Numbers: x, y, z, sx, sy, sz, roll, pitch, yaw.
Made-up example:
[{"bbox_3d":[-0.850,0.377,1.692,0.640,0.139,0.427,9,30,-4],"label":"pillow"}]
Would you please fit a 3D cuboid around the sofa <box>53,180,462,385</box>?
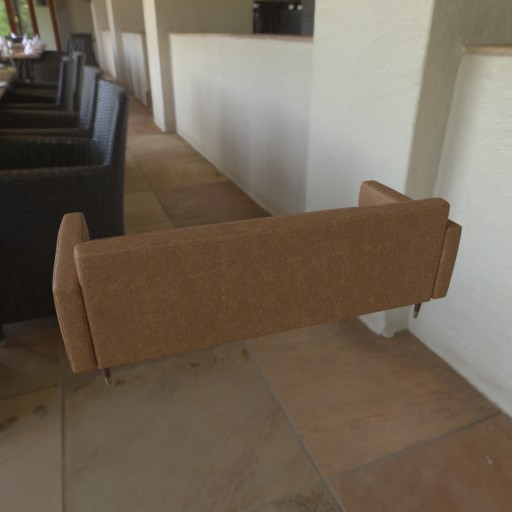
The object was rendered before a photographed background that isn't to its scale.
[{"bbox_3d":[0.000,0.000,2.786,2.291,0.821,0.990,-9,28,-16],"label":"sofa"}]
